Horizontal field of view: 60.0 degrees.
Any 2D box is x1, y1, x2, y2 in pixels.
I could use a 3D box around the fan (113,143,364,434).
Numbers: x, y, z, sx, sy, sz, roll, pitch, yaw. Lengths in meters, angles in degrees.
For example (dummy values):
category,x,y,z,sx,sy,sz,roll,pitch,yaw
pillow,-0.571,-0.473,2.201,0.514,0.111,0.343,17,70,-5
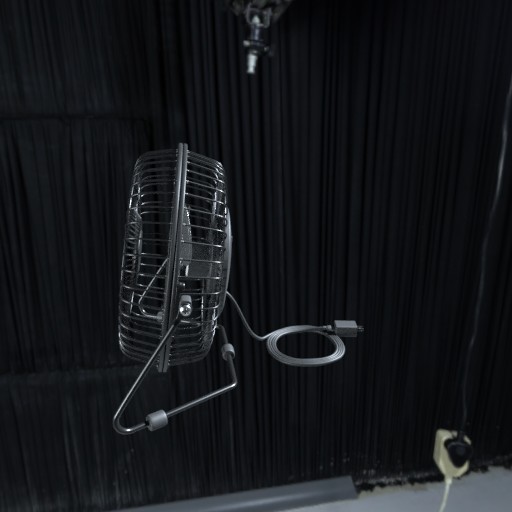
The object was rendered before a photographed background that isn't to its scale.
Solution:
category,x,y,z,sx,sy,sz,roll,pitch,yaw
fan,0.000,0.000,0.379,0.227,0.188,0.209,-3,16,-9
